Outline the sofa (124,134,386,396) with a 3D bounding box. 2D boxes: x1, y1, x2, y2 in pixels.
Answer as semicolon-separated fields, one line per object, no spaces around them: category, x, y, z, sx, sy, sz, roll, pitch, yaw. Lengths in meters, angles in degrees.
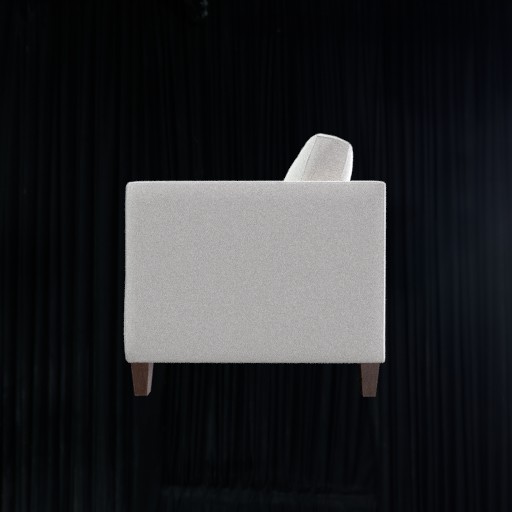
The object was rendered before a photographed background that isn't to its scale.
sofa;0.000;0.000;2.263;0.873;0.888;1.722;0;1;1
